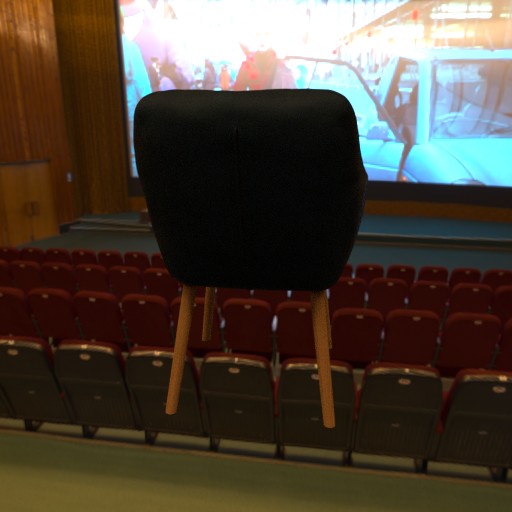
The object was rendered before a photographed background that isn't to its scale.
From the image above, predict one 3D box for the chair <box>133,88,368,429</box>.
[{"bbox_3d":[0.000,0.000,1.221,0.578,0.826,0.573,2,17,7],"label":"chair"}]
